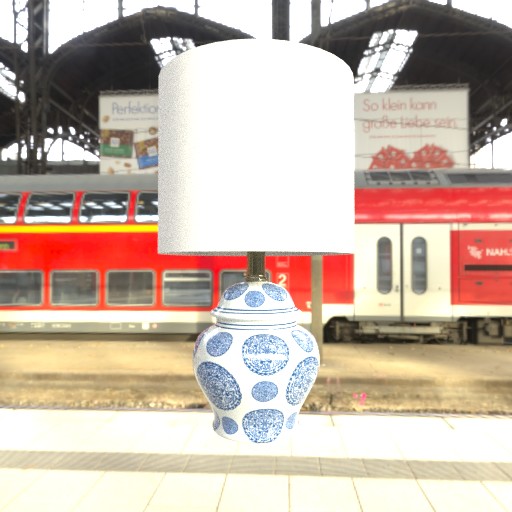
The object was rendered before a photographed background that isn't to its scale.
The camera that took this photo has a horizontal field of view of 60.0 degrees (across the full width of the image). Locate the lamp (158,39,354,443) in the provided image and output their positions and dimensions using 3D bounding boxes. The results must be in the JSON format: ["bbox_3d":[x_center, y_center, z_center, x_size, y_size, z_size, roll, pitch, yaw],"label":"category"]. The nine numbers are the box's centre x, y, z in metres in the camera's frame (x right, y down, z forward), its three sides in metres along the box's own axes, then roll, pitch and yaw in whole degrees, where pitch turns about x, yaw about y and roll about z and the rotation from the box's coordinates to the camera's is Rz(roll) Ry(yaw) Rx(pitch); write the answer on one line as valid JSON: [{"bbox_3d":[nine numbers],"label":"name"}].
[{"bbox_3d":[0.000,0.000,0.496,0.215,0.381,0.215,0,-1,2],"label":"lamp"}]
